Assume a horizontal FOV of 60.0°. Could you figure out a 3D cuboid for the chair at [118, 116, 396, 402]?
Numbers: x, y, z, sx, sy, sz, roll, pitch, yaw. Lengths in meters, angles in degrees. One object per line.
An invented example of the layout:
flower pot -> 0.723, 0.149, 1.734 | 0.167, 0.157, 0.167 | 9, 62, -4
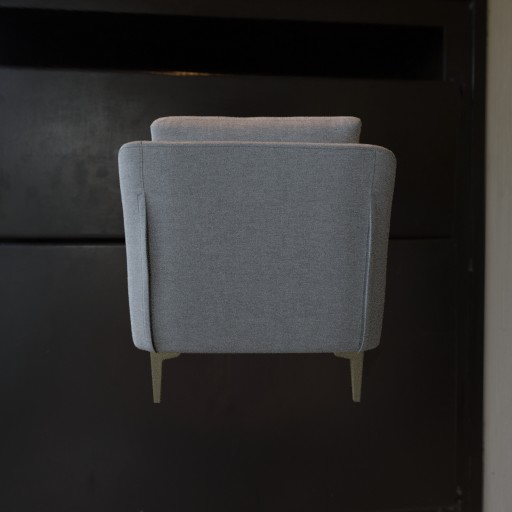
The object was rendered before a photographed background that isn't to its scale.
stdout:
chair -> 0.000, 0.000, 1.696 | 0.986, 0.902, 0.961 | 0, 2, -1
